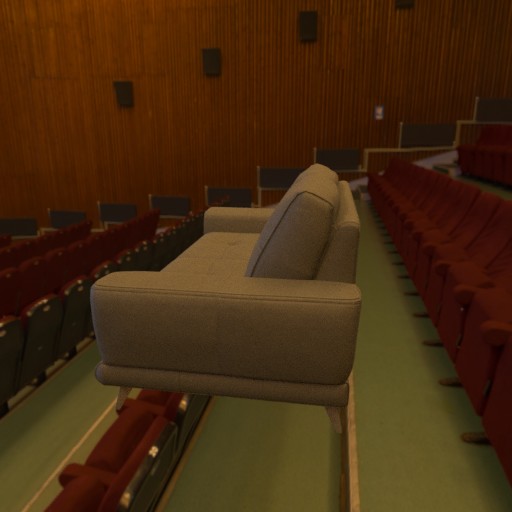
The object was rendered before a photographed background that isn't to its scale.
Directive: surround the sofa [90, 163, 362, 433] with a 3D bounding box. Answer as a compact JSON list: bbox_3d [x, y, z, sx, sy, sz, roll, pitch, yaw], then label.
[{"bbox_3d":[0.000,0.000,2.420,1.018,0.907,1.806,3,16,9],"label":"sofa"}]
